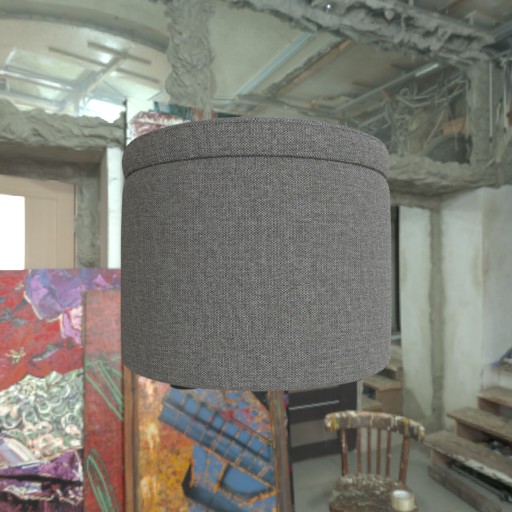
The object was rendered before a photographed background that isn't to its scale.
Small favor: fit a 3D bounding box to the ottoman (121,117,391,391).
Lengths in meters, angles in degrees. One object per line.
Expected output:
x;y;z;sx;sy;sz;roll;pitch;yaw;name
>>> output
0.000;0.000;0.891;0.520;0.430;0.520;0;-1;0;ottoman
